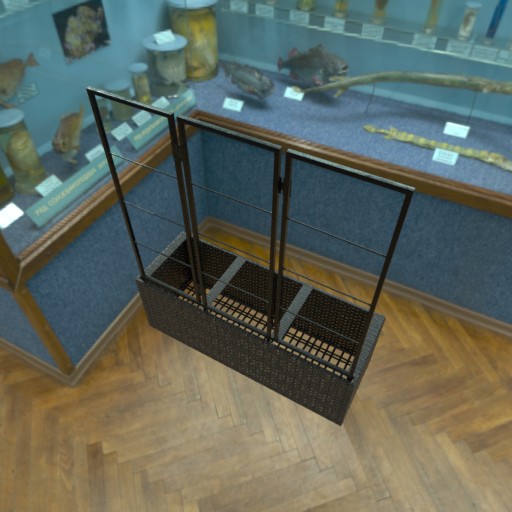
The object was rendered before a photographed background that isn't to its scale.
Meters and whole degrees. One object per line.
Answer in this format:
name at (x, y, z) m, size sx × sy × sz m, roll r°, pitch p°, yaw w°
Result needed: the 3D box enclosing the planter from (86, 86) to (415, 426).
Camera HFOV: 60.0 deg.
planter at (0.000, 0.000, 1.151) m, size 0.699 × 0.841 × 0.244 m, roll 23°, pitch 51°, yaw 20°
